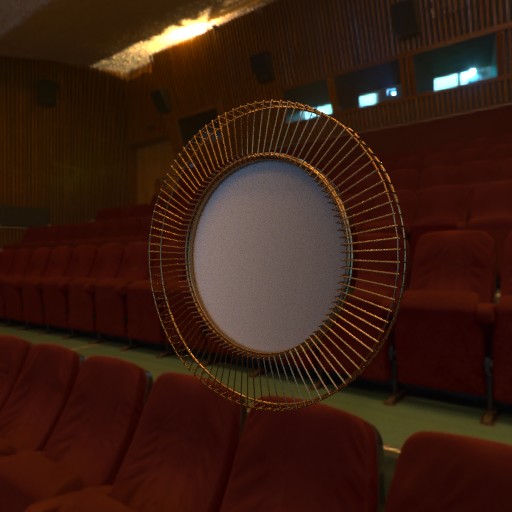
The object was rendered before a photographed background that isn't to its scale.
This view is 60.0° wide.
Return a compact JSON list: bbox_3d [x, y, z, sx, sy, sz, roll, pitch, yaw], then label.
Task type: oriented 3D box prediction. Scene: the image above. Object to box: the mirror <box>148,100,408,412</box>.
[{"bbox_3d":[0.000,0.000,1.045,0.703,0.703,0.067,0,0,37],"label":"mirror"}]
